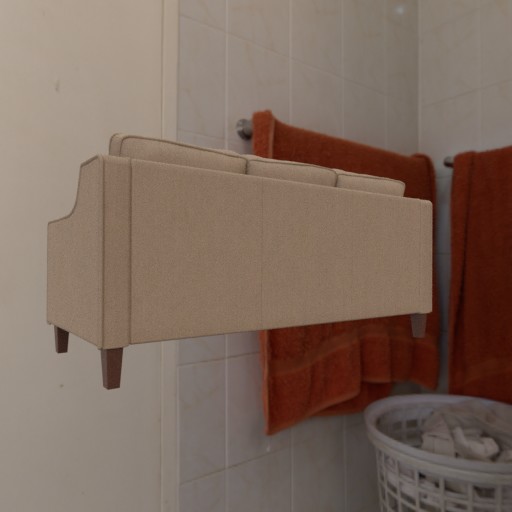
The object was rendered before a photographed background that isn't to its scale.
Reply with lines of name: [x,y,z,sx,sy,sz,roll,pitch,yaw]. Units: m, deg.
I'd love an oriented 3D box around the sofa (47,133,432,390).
sofa: [0.000,0.000,2.468,1.986,0.974,0.911,1,-1,-36]
